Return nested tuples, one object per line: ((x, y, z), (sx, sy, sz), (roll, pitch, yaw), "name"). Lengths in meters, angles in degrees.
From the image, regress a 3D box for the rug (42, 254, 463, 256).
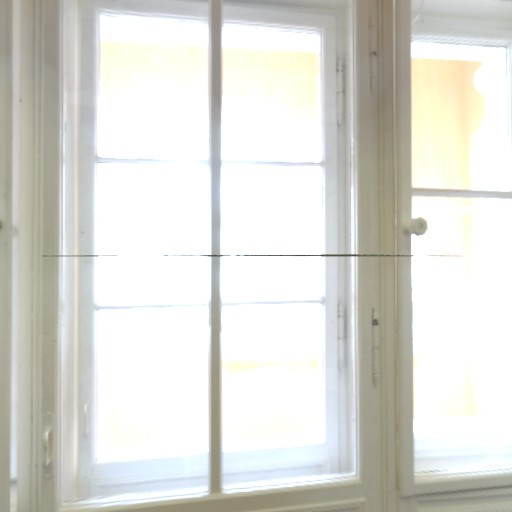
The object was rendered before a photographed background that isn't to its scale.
((0.000, 0.000, 4.102), (3.045, 0.007, 2.436), (0, 0, 37), "rug")
